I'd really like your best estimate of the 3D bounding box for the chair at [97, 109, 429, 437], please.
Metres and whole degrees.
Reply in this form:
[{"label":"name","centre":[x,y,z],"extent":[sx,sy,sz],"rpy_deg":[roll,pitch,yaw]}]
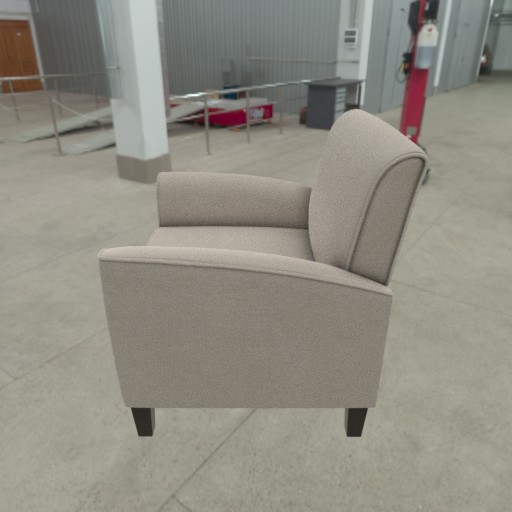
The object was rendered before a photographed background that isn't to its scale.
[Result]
[{"label":"chair","centre":[0.000,0.000,1.546],"extent":[0.820,0.915,0.820],"rpy_deg":[0,26,0]}]
